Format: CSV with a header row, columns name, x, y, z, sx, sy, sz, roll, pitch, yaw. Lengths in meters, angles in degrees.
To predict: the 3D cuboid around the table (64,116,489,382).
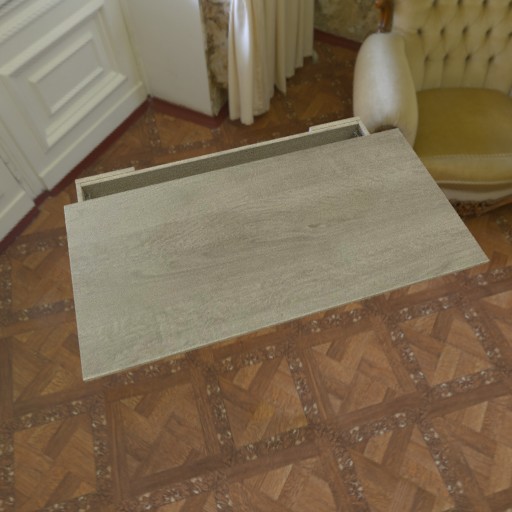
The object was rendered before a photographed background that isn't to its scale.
name,x,y,z,sx,sy,sz,roll,pitch,yaw
table,0.000,0.000,1.447,1.000,0.570,0.711,-15,60,-9
